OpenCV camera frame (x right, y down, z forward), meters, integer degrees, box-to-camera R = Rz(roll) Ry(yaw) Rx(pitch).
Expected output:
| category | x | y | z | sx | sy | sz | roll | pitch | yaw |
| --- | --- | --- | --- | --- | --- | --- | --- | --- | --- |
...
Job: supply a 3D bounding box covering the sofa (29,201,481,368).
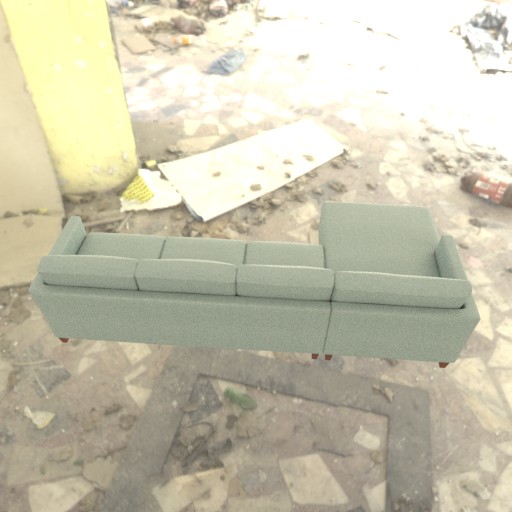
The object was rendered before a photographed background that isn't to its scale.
| category | x | y | z | sx | sy | sz | roll | pitch | yaw |
| --- | --- | --- | --- | --- | --- | --- | --- | --- | --- |
| sofa | 0.000 | 0.000 | 4.082 | 3.470 | 0.953 | 1.600 | 3 | 46 | 3 |
